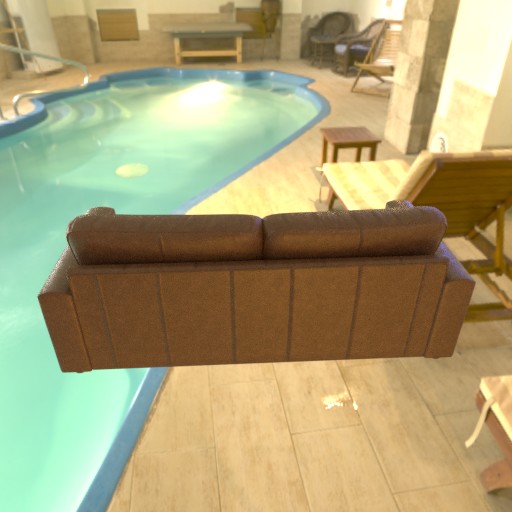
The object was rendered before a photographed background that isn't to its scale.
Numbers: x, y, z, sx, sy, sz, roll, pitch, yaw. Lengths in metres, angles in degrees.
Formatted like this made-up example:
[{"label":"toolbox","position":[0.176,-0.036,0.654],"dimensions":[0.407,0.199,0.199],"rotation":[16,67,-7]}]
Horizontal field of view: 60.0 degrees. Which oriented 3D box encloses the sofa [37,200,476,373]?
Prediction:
[{"label":"sofa","position":[0.000,0.000,2.671],"dimensions":[2.179,0.873,1.016],"rotation":[-2,32,-3]}]
